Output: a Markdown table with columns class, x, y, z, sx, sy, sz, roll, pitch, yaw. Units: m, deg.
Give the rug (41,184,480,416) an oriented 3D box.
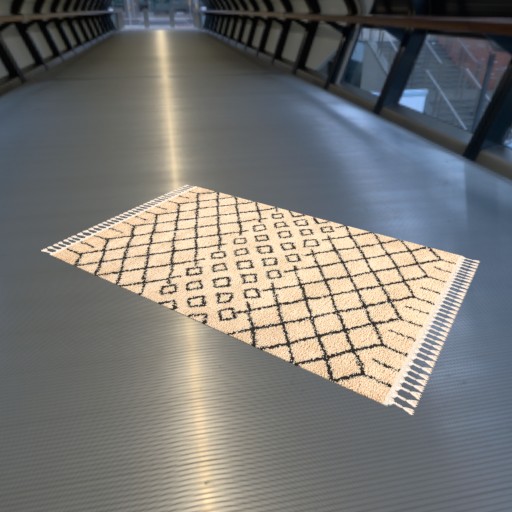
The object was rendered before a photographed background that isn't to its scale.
| class | x | y | z | sx | sy | sz | roll | pitch | yaw |
| --- | --- | --- | --- | --- | --- | --- | --- | --- | --- |
| rug | 0.000 | 0.000 | 2.351 | 2.006 | 0.008 | 1.196 | 18 | 35 | 29 |
